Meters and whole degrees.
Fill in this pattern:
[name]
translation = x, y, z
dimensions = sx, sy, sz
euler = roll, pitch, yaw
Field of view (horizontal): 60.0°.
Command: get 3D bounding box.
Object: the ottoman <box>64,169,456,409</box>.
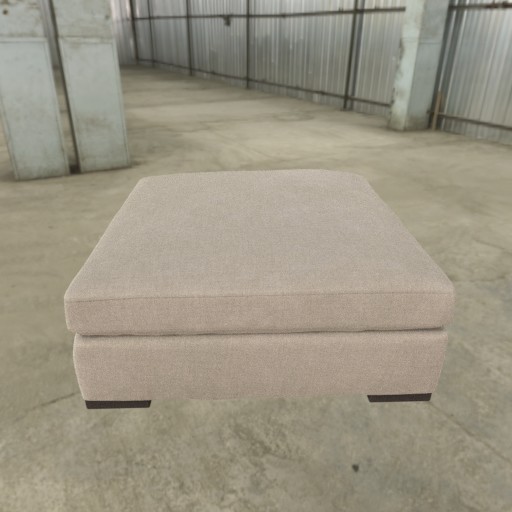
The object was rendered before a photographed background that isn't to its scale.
[ottoman]
translation = 0.000, 0.000, 1.833
dimensions = 1.171, 0.517, 1.203
euler = -1, 27, -2
